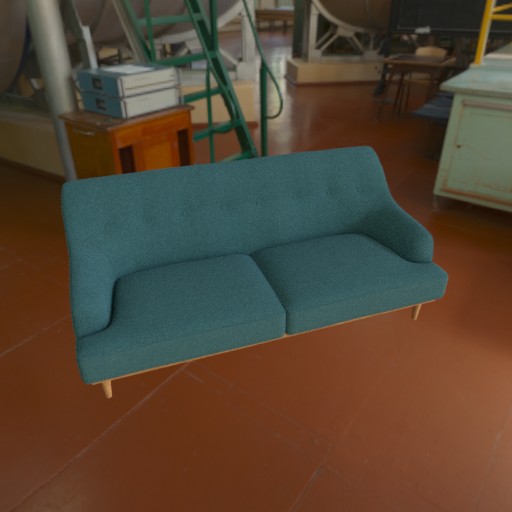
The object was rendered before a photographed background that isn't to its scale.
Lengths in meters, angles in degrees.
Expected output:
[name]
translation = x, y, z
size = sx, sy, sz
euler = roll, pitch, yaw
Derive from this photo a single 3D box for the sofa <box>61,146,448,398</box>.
[sofa]
translation = 0.000, 0.000, 2.607
size = 2.057, 0.871, 0.978
euler = -11, 33, -16
